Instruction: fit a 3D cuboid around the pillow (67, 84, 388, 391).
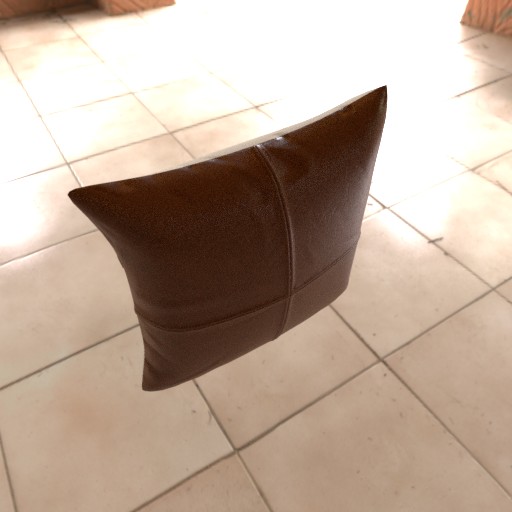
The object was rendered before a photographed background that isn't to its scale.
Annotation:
[{"bbox_3d":[0.000,0.000,0.761,0.501,0.477,0.192,-25,51,-22],"label":"pillow"}]
